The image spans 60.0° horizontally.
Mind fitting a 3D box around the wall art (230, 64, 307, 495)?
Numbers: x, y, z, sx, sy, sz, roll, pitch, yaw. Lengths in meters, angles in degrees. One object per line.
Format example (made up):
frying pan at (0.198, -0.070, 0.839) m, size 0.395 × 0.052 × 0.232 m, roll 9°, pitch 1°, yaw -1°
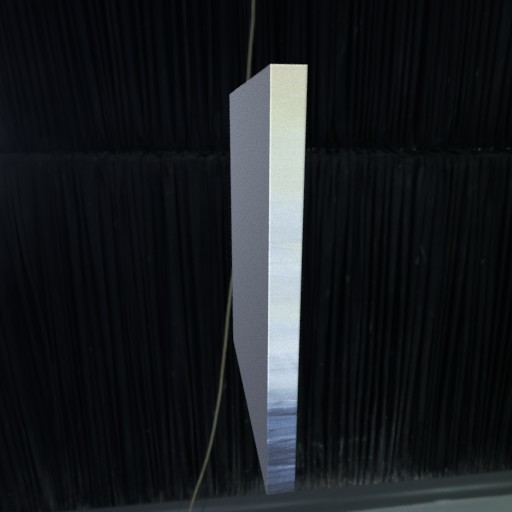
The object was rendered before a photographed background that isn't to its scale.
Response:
wall art at (0.000, 0.000, 0.705) m, size 0.037 × 0.511 × 0.435 m, roll -2°, pitch 17°, yaw -8°
